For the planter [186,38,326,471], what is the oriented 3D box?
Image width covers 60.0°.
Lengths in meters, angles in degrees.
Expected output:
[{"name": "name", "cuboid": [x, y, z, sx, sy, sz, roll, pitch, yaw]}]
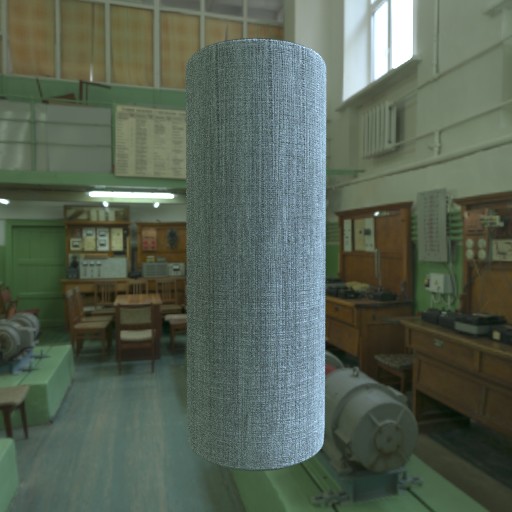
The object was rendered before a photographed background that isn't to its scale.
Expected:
[{"name": "planter", "cuboid": [0.000, 0.000, 0.323, 0.100, 0.270, 0.100, -1, 2, -17]}]
